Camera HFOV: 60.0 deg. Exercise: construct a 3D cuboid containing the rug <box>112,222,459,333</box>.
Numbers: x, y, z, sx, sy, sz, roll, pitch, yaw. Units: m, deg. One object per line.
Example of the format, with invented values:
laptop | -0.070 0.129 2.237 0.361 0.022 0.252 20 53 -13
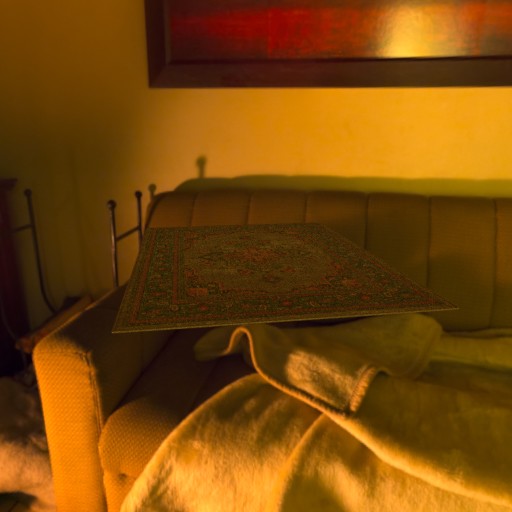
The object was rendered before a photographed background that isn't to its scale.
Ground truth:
rug | 0.000 0.000 3.046 1.609 0.013 2.214 -3 15 -9
